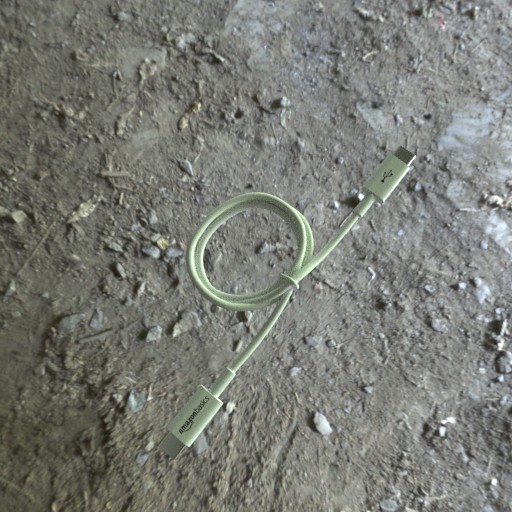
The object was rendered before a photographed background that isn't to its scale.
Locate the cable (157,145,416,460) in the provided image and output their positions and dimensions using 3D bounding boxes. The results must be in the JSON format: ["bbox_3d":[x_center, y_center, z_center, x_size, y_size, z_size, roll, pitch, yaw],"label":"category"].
[{"bbox_3d":[0.000,0.000,0.231,0.070,0.014,0.203,38,79,9],"label":"cable"}]
